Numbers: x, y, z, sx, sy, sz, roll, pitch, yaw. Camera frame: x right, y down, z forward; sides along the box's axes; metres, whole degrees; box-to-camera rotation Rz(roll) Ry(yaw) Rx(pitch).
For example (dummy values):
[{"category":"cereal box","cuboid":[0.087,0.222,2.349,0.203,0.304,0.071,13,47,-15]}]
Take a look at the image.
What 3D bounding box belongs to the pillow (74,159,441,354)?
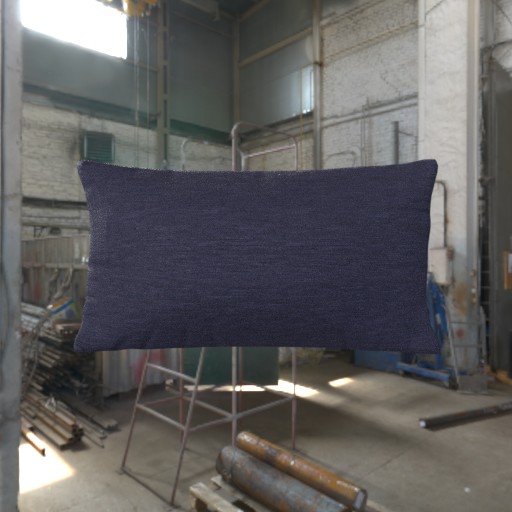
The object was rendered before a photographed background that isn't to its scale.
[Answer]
[{"category":"pillow","cuboid":[0.000,0.000,0.780,0.633,0.338,0.210,0,0,1]}]
